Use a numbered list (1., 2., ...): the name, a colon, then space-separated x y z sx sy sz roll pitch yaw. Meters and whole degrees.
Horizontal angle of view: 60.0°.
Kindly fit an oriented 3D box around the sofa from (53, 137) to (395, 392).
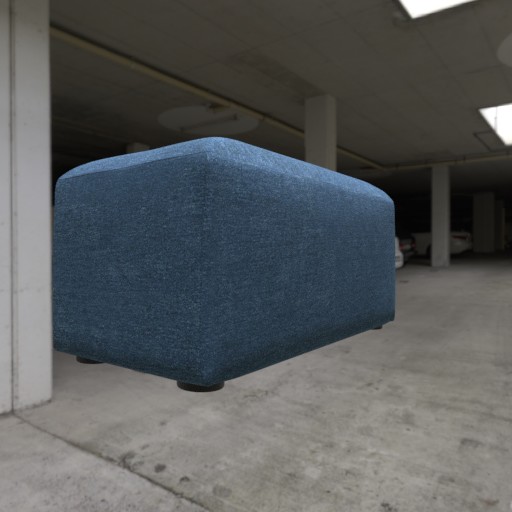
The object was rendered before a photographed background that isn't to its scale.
1. sofa: 0.000 0.000 1.228 0.480 0.470 0.930 0 1 37
